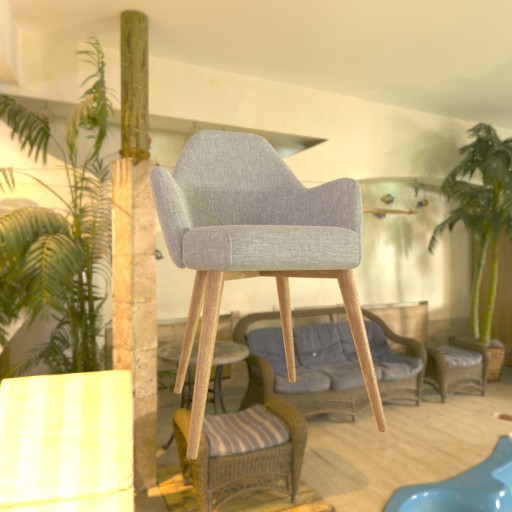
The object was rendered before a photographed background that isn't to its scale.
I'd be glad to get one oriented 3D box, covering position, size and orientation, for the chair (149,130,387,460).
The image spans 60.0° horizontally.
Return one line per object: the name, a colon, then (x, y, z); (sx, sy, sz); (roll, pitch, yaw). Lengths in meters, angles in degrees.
chair: (0.000, 0.000, 1.245); (0.590, 0.840, 0.610); (0, 0, -18)
